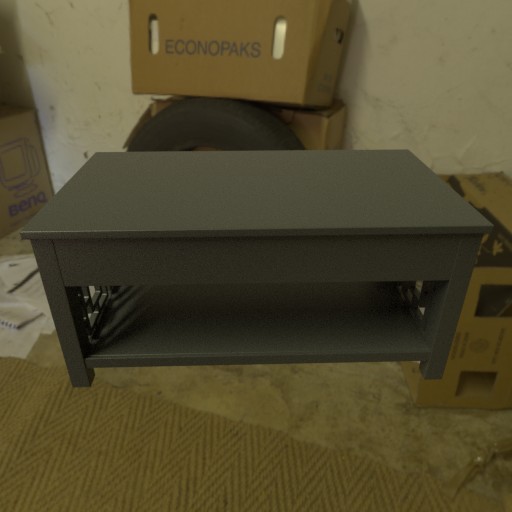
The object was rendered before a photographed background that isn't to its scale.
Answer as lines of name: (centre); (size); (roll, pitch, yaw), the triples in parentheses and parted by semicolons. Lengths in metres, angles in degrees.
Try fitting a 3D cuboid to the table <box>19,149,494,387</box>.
table: (0.000, 0.000, 1.383); (1.068, 0.493, 0.612); (-1, 30, -1)
